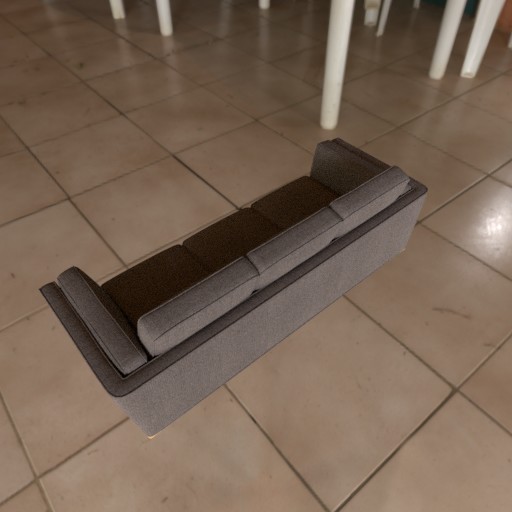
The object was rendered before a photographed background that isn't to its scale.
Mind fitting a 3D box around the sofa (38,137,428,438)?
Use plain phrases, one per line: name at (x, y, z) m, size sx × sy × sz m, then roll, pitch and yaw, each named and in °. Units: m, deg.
sofa at (0.000, 0.000, 2.837) m, size 2.362 × 0.899 × 0.903 m, roll -31°, pitch 54°, yaw -27°
